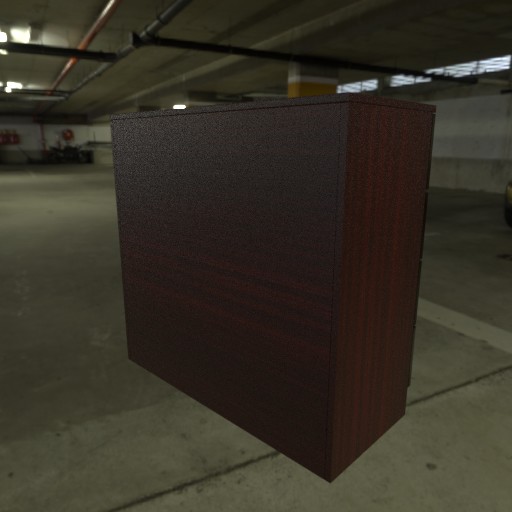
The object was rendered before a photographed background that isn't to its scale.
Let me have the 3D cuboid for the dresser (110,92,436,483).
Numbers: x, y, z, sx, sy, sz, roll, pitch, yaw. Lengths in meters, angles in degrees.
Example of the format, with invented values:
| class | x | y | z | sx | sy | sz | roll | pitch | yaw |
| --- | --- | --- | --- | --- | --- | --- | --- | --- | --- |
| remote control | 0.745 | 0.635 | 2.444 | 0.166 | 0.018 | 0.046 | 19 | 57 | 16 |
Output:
| class | x | y | z | sx | sy | sz | roll | pitch | yaw |
| --- | --- | --- | --- | --- | --- | --- | --- | --- | --- |
| dresser | 0.000 | 0.000 | 1.154 | 0.750 | 0.720 | 0.360 | 13 | 19 | 42 |
